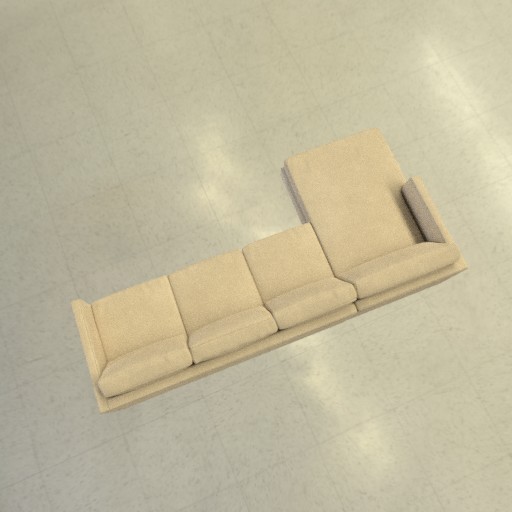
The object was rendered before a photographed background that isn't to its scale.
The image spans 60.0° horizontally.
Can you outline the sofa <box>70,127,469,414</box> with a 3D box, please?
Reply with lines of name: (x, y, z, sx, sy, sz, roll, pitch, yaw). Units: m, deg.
sofa: (0.000, 0.000, 3.965, 3.186, 0.846, 1.625, -20, 75, -6)
